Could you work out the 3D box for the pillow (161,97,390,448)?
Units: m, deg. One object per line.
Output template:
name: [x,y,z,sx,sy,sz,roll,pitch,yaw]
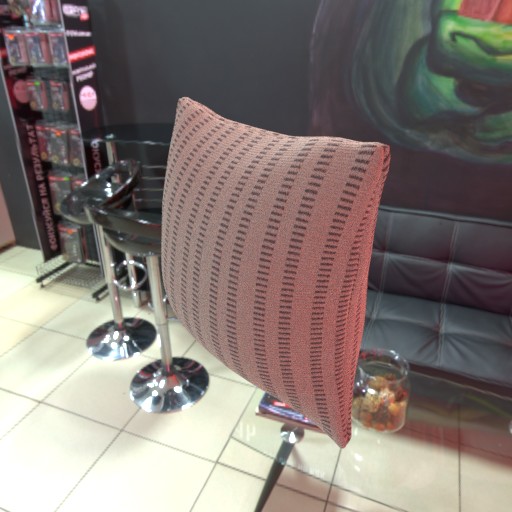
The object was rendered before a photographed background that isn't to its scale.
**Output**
pillow: [0.000,0.000,0.677,0.247,0.419,0.438,-18,32,-31]
